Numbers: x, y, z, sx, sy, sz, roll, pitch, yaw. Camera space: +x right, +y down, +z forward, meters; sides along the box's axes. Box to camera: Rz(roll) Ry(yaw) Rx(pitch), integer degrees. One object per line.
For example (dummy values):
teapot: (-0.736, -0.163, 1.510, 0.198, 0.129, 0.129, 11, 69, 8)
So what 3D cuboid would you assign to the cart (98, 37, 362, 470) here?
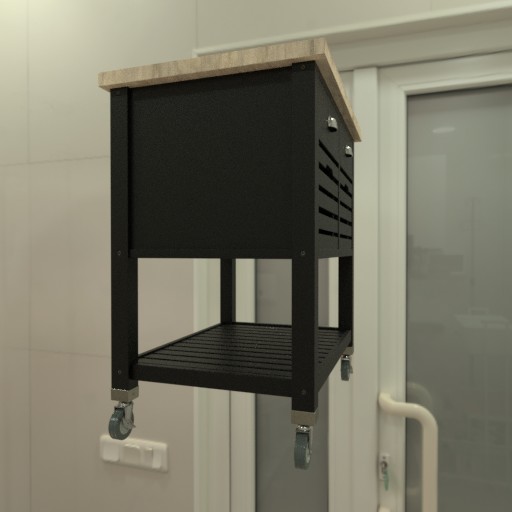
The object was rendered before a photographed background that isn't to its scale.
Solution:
cart: (0.000, 0.000, 1.385, 0.567, 0.920, 0.797, 0, 1, 19)
